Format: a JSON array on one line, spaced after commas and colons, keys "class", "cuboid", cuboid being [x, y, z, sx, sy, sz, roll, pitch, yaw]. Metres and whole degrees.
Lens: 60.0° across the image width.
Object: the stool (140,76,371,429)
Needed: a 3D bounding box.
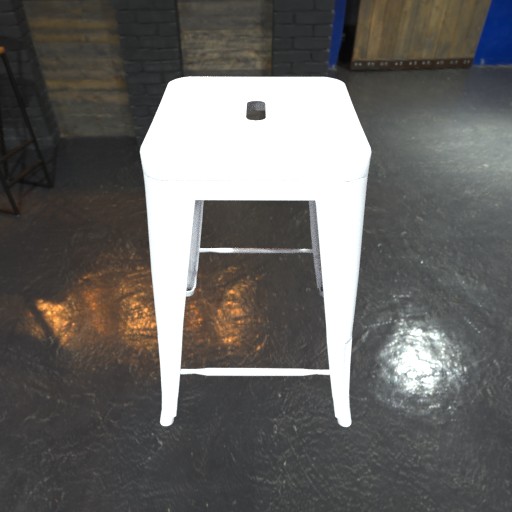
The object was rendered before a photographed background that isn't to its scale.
[{"class": "stool", "cuboid": [0.000, 0.000, 0.886, 0.406, 0.610, 0.406, 0, 41, 0]}]
